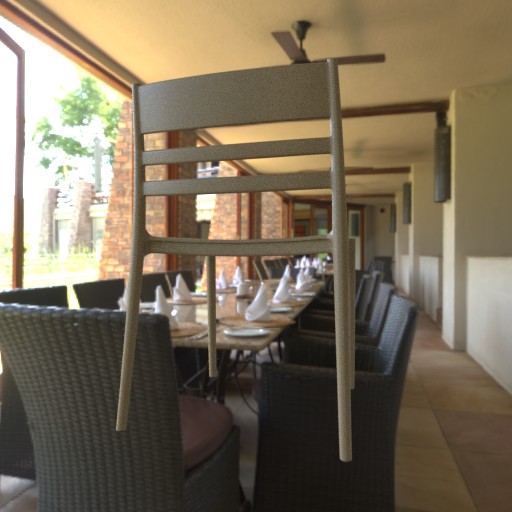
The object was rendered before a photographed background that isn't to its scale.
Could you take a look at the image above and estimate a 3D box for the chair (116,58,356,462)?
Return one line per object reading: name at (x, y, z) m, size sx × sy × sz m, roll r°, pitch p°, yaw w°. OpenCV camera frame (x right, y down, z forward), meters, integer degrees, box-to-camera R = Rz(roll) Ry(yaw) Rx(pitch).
chair at (0.000, 0.000, 1.162) m, size 0.531 × 0.800 × 0.511 m, roll 0°, pitch 0°, yaw 17°
